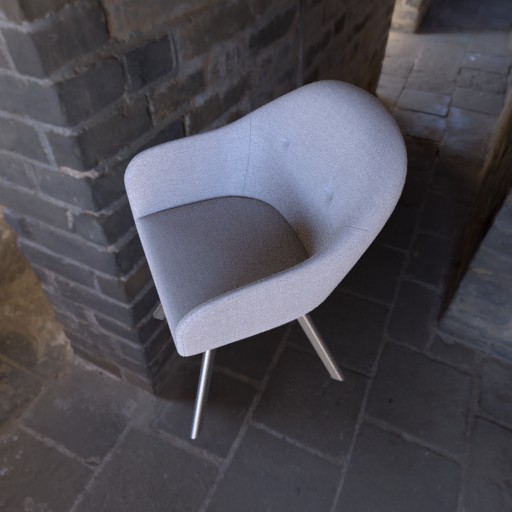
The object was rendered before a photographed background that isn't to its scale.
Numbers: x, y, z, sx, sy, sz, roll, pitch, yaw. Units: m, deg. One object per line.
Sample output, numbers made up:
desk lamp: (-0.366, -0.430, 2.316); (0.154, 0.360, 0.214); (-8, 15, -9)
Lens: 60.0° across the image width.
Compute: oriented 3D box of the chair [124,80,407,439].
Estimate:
chair: (0.000, 0.000, 1.151); (0.570, 0.780, 0.540); (-16, 48, -15)
